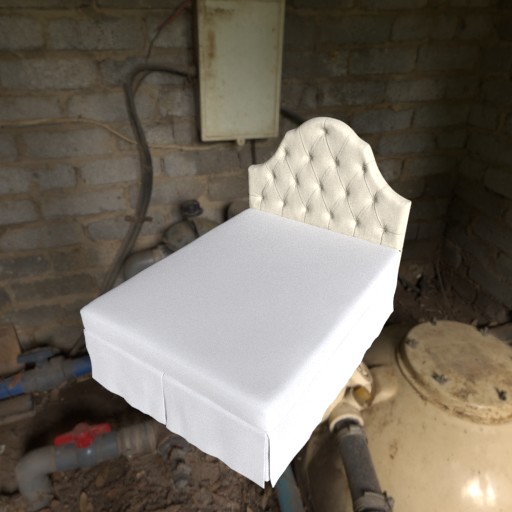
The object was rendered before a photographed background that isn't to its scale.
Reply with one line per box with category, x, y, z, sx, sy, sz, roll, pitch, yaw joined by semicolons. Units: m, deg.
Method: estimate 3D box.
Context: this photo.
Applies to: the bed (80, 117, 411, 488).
bed;0.000;0.000;3.221;1.627;1.575;2.092;19;36;29
